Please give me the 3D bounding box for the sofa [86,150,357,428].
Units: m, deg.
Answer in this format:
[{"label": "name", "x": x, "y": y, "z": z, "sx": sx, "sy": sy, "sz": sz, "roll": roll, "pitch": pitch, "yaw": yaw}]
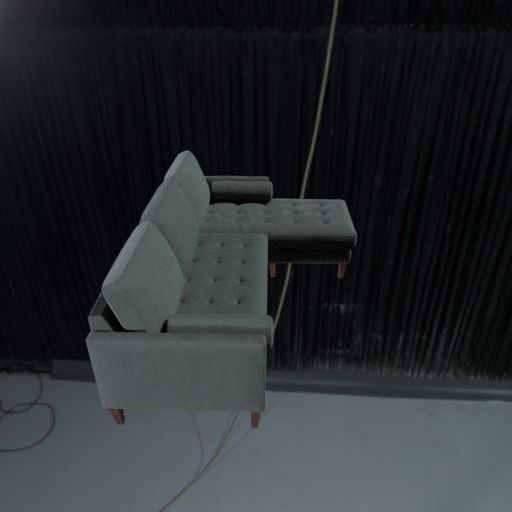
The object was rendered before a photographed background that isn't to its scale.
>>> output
[{"label": "sofa", "x": 0.000, "y": 0.000, "z": 3.016, "sx": 1.506, "sy": 0.876, "sz": 2.178, "roll": 1, "pitch": 30, "yaw": 1}]
